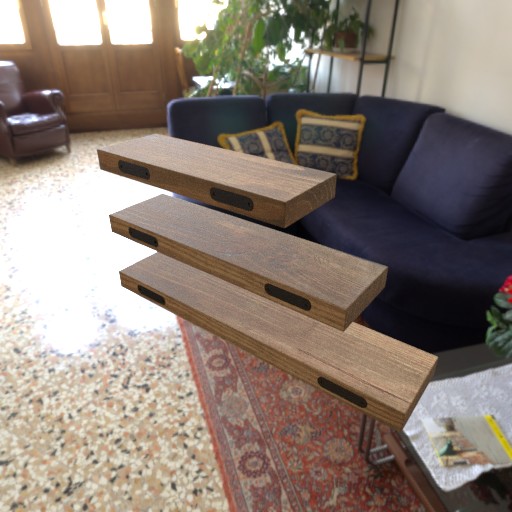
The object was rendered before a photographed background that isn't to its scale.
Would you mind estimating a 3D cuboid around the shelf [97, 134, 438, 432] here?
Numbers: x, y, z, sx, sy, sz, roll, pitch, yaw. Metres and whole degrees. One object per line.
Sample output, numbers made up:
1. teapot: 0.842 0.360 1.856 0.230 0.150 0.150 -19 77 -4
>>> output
1. shelf: 0.000 0.000 0.751 0.610 0.293 0.140 20 35 32
